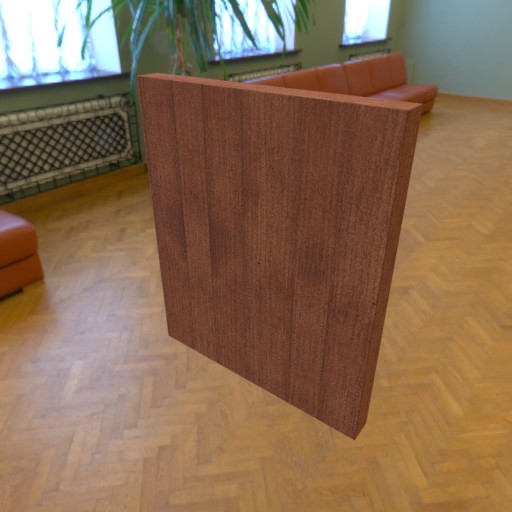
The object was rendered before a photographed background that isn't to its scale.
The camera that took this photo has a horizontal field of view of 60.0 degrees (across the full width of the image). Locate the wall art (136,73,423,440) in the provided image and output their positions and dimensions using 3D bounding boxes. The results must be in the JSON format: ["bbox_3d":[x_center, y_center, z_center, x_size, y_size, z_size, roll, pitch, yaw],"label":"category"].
[{"bbox_3d":[0.000,0.000,0.625,0.377,0.449,0.039,20,35,32],"label":"wall art"}]
